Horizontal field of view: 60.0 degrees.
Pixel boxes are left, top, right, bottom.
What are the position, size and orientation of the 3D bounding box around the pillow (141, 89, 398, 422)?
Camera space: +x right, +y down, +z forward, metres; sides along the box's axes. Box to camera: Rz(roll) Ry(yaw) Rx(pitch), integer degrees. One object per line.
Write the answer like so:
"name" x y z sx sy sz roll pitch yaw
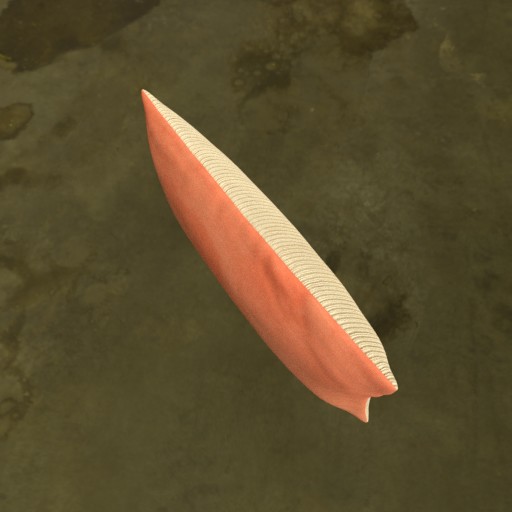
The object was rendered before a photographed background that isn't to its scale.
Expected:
"pillow" 0.000 0.000 0.747 0.155 0.307 0.608 -30 63 -17
